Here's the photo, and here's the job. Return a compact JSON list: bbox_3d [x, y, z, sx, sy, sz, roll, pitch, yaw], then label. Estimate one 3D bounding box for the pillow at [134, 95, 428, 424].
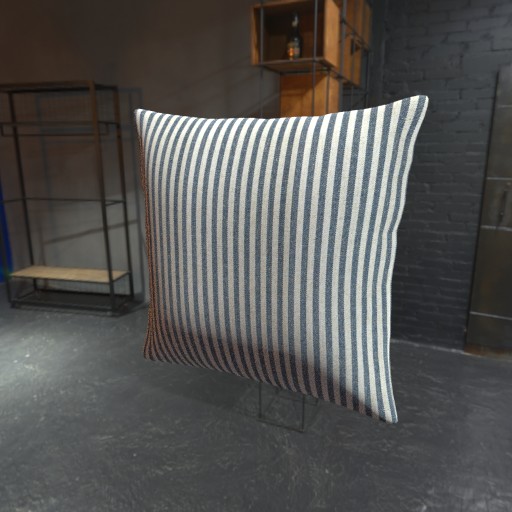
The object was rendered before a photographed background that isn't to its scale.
[{"bbox_3d":[0.000,0.000,0.778,0.523,0.510,0.166,7,15,25],"label":"pillow"}]
